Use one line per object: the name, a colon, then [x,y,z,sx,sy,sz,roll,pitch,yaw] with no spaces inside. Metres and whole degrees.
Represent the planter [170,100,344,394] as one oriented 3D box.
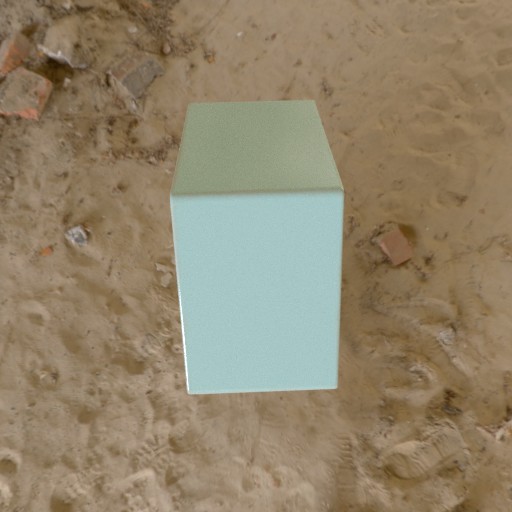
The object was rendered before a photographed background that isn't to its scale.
planter: [0.000,0.000,0.293,0.078,0.207,0.169,-2,75,-1]
